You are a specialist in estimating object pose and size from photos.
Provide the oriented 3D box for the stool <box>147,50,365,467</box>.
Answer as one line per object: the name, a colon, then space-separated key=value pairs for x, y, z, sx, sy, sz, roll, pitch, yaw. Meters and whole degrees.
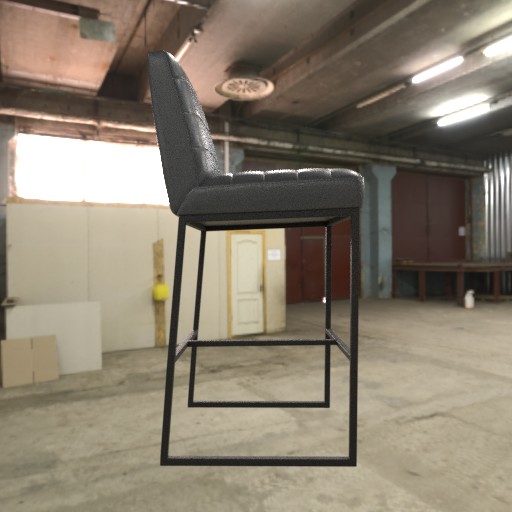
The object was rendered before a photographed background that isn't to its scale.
stool: x=0.000 y=0.000 z=1.313 sx=0.552 sy=1.040 sz=0.457 roll=0 pitch=0 yaw=1
